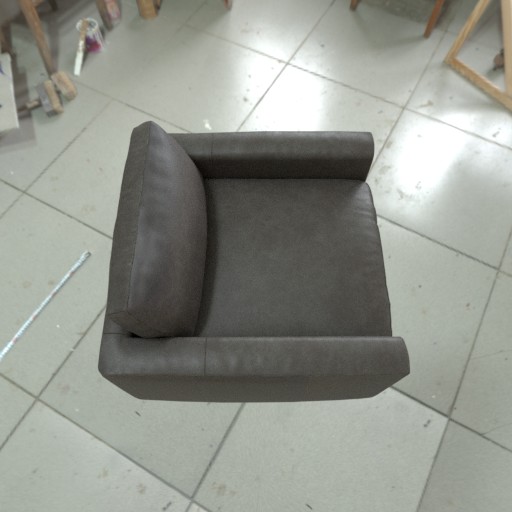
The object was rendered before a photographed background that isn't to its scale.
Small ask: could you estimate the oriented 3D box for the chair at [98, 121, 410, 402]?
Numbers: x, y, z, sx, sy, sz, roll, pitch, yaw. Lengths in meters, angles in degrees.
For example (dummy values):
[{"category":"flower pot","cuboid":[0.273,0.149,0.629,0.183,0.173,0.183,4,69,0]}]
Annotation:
[{"category":"chair","cuboid":[0.000,0.000,1.859,1.080,0.807,1.106,0,63,0]}]
